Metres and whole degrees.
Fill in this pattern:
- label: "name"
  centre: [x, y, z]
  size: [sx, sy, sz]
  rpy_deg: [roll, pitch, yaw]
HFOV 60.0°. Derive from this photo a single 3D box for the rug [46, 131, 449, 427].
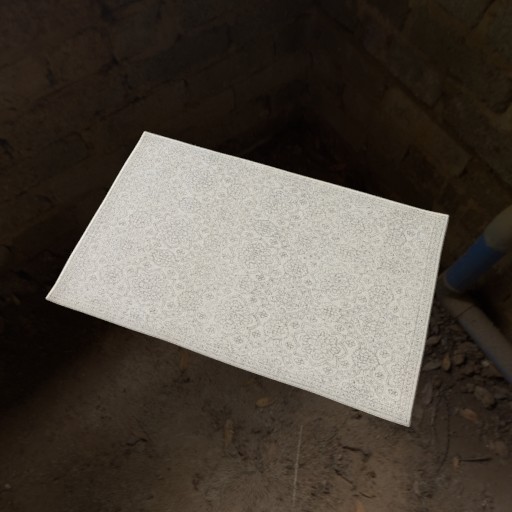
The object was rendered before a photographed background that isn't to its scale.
- label: "rug"
  centre: [0.000, 0.000, 2.456]
  size: [1.947, 0.023, 1.214]
  rpy_deg: [17, 65, 8]
